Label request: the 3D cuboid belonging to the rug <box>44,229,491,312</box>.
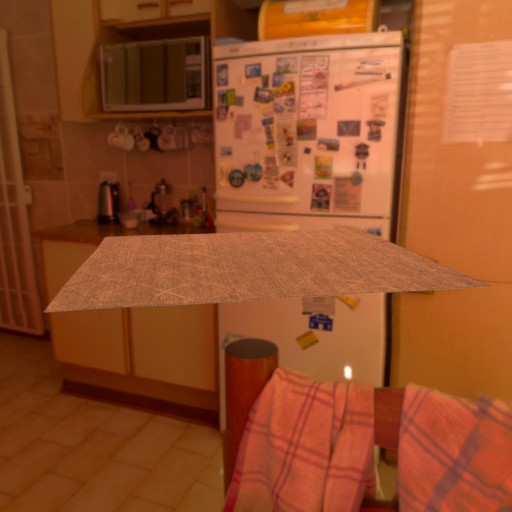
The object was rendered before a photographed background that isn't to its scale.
[{"bbox_3d":[0.000,0.000,4.085,3.048,0.013,2.438,-2,14,-10],"label":"rug"}]
